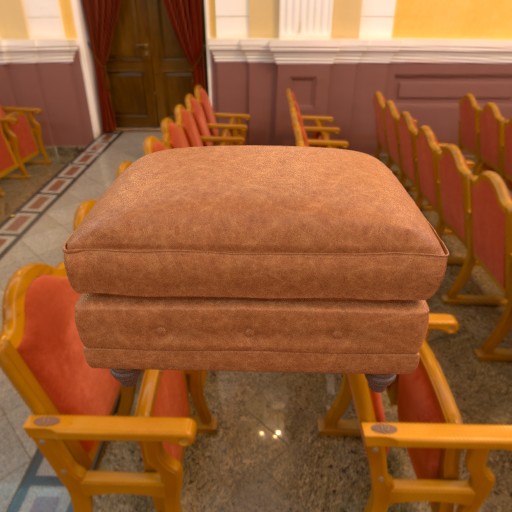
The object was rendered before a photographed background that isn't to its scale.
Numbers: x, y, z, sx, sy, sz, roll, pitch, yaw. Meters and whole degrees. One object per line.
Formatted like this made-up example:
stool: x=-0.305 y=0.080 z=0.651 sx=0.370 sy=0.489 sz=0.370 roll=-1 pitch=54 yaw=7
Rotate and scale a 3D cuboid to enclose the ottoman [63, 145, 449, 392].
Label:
ottoman: x=0.000 y=0.000 z=1.087 sx=0.710 sy=0.480 sz=0.533 roll=1 pitch=30 yaw=1
